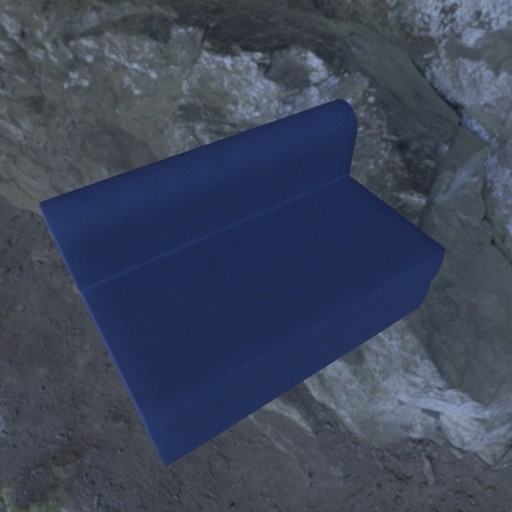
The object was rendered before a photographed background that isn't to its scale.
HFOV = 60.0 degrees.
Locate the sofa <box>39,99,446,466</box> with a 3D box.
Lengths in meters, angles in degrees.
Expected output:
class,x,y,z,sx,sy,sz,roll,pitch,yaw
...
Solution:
class,x,y,z,sx,sy,sz,roll,pitch,yaw
sofa,0.000,0.000,1.645,1.219,0.660,0.762,-25,52,-22
